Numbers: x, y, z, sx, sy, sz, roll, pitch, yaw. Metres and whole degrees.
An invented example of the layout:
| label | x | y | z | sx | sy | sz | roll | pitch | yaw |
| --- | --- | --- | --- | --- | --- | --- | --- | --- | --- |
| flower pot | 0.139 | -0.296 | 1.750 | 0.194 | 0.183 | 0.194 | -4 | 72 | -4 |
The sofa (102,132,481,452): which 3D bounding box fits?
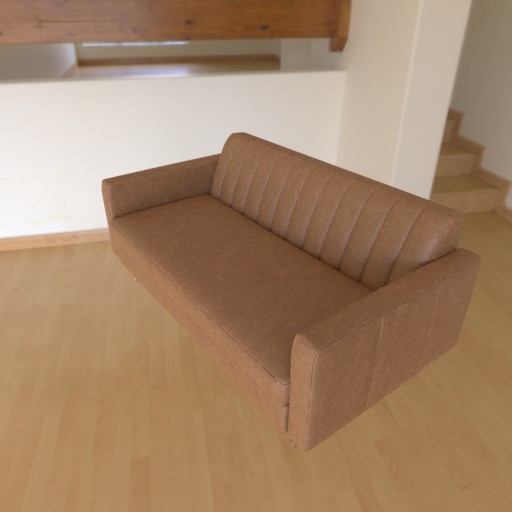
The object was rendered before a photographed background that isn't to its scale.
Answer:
| label | x | y | z | sx | sy | sz | roll | pitch | yaw |
| --- | --- | --- | --- | --- | --- | --- | --- | --- | --- |
| sofa | 0.000 | 0.000 | 2.319 | 0.993 | 0.821 | 1.847 | -21 | 36 | -31 |
